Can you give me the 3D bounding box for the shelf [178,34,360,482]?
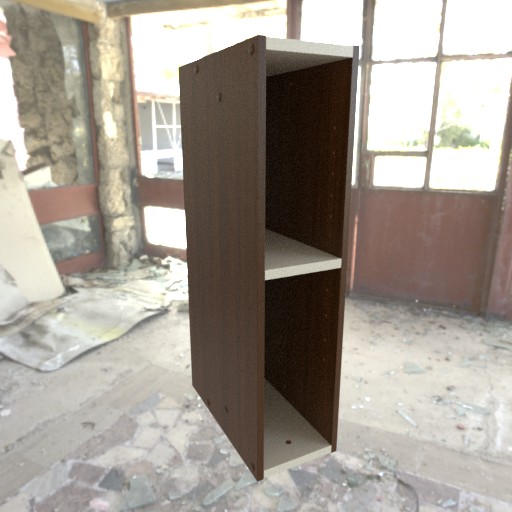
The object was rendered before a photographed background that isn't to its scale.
[{"bbox_3d":[0.000,0.000,0.727,0.147,0.600,0.290,-8,17,-26],"label":"shelf"}]
